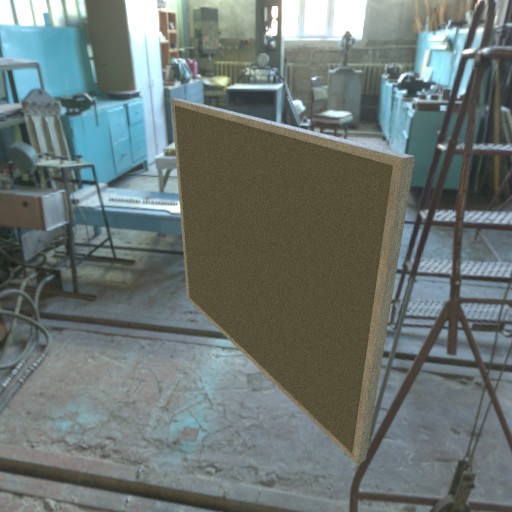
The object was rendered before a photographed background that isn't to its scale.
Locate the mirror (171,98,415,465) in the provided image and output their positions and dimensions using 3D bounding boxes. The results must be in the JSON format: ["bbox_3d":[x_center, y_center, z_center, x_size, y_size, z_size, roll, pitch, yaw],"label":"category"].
[{"bbox_3d":[0.000,0.000,1.147,0.028,0.689,0.839,-17,31,-30],"label":"mirror"}]
